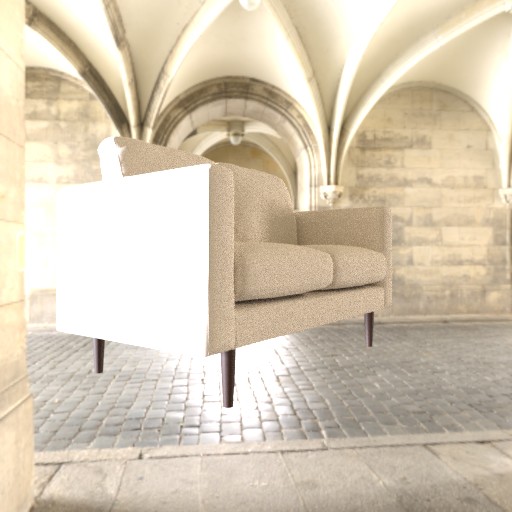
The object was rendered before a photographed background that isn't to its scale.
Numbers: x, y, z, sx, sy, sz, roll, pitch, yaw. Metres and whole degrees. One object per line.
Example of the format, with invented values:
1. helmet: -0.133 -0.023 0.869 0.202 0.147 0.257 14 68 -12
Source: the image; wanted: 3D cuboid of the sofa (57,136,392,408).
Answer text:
1. sofa: 0.000 0.000 1.964 0.796 0.908 1.430 0 0 36
